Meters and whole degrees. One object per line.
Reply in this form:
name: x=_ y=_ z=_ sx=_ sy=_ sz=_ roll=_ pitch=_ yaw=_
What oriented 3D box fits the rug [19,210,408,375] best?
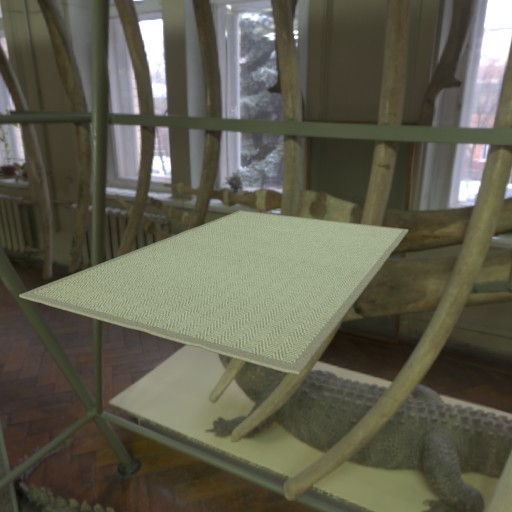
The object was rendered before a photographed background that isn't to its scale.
rug: x=0.000 y=0.000 z=2.882 sx=1.540 sy=0.021 sz=2.290 roll=9 pitch=20 yaw=26
